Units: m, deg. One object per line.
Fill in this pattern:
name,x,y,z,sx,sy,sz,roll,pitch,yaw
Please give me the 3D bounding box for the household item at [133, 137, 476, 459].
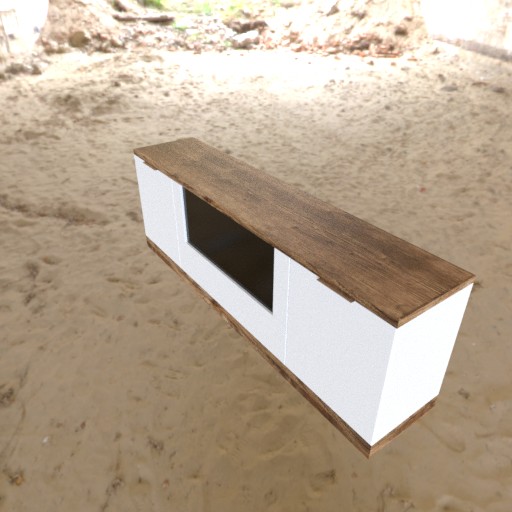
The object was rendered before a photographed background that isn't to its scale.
household item,0.000,0.000,2.068,0.390,0.615,1.800,-21,37,-30
